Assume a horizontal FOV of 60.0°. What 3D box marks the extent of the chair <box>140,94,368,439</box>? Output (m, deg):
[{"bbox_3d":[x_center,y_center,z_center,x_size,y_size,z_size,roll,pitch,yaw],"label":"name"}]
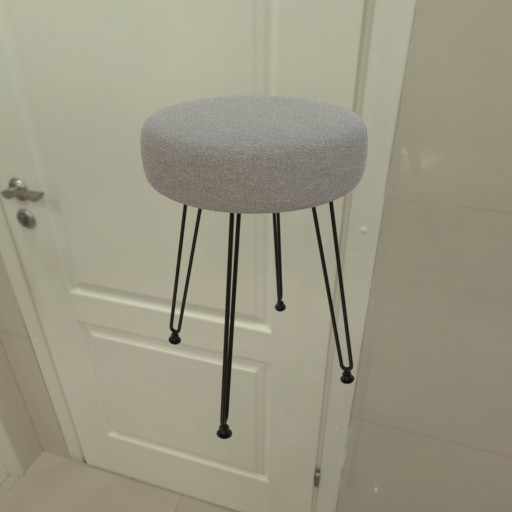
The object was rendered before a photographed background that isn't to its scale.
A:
[{"bbox_3d":[0.000,0.000,0.689,0.350,0.440,0.350,9,32,15],"label":"chair"}]
